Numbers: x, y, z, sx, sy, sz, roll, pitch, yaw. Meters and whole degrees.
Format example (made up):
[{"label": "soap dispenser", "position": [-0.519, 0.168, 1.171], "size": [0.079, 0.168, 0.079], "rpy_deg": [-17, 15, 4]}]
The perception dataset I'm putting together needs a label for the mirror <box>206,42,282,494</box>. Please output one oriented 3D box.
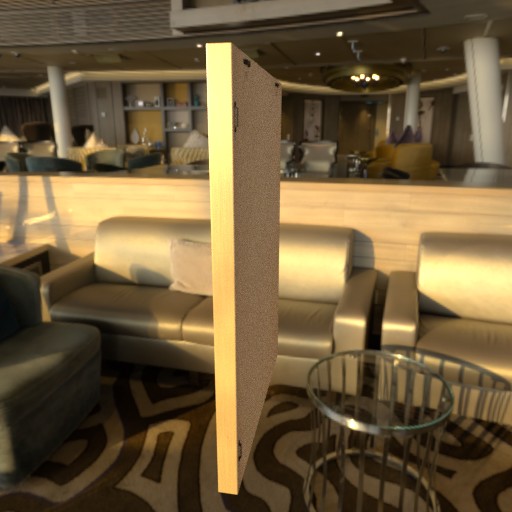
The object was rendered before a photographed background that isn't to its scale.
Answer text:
[{"label": "mirror", "position": [0.000, 0.000, 0.908], "size": [0.039, 0.710, 0.507], "rpy_deg": [3, 16, 10]}]
